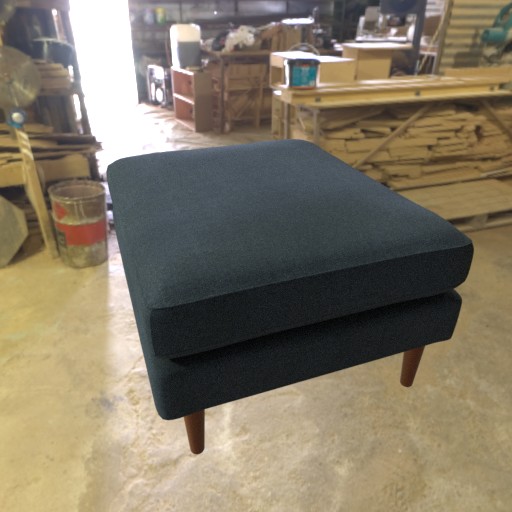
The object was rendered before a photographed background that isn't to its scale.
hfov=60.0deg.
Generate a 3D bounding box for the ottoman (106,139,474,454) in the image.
[{"bbox_3d":[0.000,0.000,1.220,0.693,0.474,0.821,-11,31,-18],"label":"ottoman"}]
